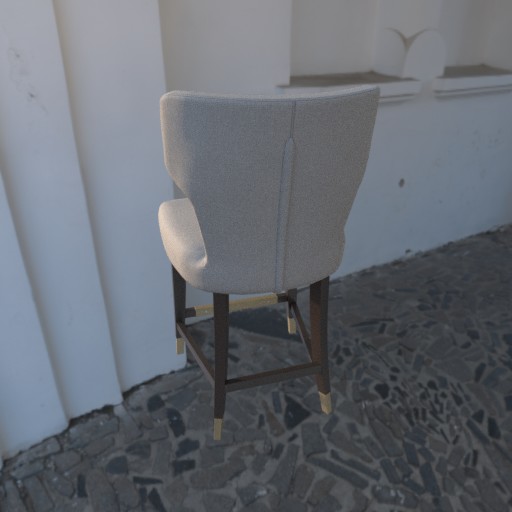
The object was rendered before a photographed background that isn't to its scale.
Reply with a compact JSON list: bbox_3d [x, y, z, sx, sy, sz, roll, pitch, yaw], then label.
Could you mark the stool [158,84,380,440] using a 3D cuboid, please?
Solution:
[{"bbox_3d":[0.000,0.000,1.340,0.527,0.982,0.563,-8,27,-15],"label":"stool"}]
